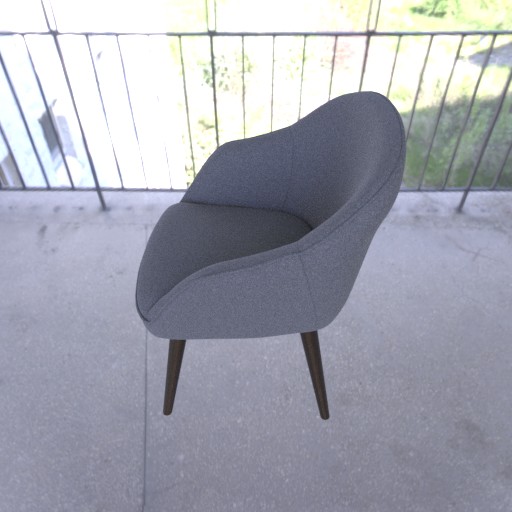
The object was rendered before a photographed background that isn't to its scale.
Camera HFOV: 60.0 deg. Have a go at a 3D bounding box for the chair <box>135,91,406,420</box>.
[{"bbox_3d":[0.000,0.000,1.197,0.611,0.810,0.589,1,40,1],"label":"chair"}]
